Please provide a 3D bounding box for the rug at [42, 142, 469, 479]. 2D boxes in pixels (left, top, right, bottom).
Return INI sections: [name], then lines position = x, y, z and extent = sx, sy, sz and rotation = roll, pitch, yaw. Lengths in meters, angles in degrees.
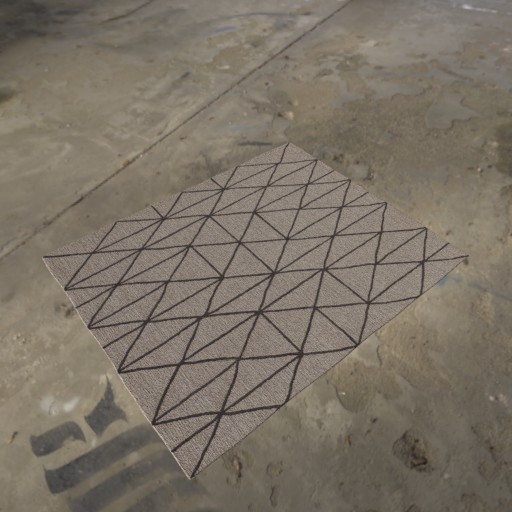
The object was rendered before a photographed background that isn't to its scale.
[rug]
position = 0.000, 0.000, 4.040
extent = 3.061, 0.022, 2.468
rotation = -30, 53, -26
